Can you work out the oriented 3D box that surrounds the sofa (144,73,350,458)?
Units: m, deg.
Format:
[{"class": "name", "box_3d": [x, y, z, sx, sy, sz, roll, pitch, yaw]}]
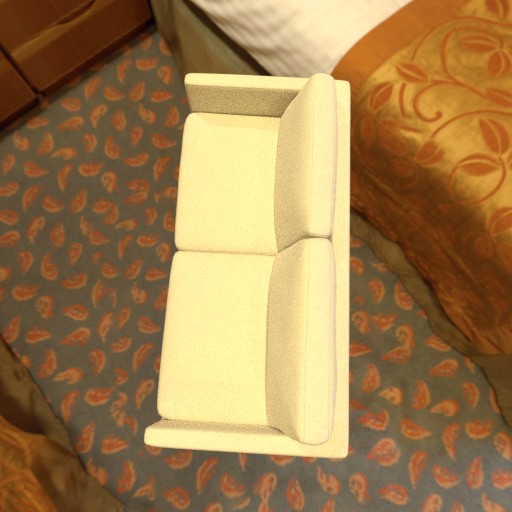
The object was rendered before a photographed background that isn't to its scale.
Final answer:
[{"class": "sofa", "box_3d": [0.000, 0.000, 2.488, 0.965, 0.889, 1.981, 3, 76, 1]}]
